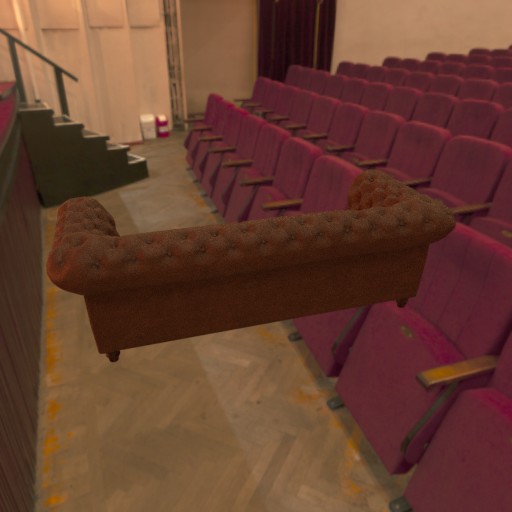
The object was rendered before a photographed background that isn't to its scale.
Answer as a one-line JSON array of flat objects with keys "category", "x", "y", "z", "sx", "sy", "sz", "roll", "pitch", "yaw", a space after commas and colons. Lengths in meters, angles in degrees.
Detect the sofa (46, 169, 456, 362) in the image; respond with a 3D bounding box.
[{"category": "sofa", "x": 0.000, "y": 0.000, "z": 2.896, "sx": 2.385, "sy": 0.783, "sz": 0.944, "roll": -8, "pitch": 28, "yaw": -15}]
